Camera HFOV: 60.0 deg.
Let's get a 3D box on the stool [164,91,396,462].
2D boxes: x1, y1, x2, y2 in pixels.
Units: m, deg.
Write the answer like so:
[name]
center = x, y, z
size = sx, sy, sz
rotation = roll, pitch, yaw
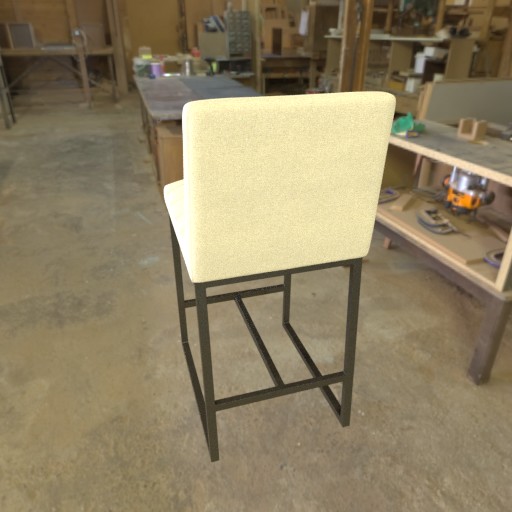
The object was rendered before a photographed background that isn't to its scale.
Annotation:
[stool]
center = 0.000, 0.000, 1.305
size = 0.459, 0.971, 0.567
rotation = -8, 29, -15
